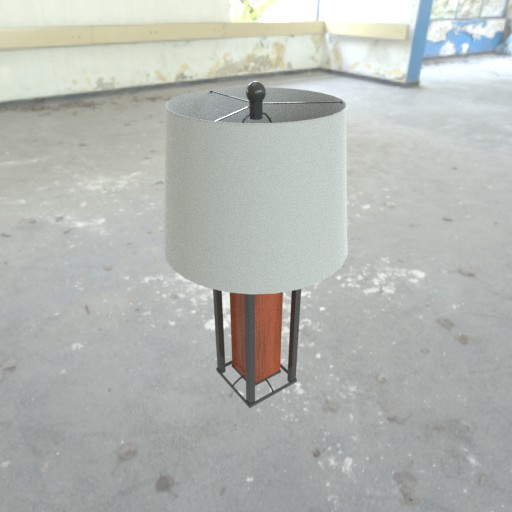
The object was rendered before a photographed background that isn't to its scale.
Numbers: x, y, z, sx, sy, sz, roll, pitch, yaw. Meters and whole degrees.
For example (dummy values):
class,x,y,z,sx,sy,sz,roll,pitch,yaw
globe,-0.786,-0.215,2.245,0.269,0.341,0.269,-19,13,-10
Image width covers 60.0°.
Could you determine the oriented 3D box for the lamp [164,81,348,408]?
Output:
class,x,y,z,sx,sy,sz,roll,pitch,yaw
lamp,0.000,0.000,0.797,0.320,0.591,0.320,0,30,0
